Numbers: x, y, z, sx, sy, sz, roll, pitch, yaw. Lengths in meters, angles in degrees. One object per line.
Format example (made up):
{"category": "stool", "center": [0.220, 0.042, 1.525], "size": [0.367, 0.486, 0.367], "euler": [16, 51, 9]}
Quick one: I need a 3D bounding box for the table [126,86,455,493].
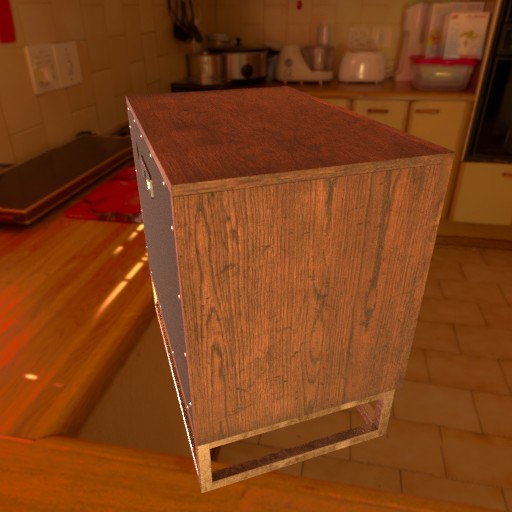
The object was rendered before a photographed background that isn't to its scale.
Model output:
{"category": "table", "center": [0.000, 0.000, 1.214], "size": [0.542, 0.746, 0.767], "euler": [-10, 31, -17]}
